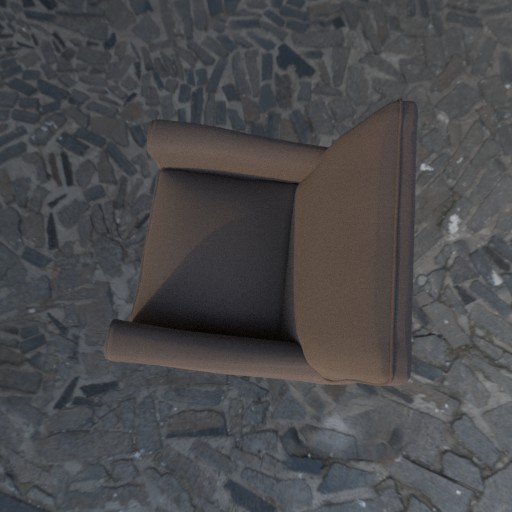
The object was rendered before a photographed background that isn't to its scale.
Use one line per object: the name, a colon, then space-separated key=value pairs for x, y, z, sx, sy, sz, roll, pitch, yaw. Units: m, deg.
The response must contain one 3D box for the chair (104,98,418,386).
chair: x=0.000 y=0.000 z=1.581 sx=0.831 sy=0.911 sz=0.836 roll=7 pitch=75 yaw=2
